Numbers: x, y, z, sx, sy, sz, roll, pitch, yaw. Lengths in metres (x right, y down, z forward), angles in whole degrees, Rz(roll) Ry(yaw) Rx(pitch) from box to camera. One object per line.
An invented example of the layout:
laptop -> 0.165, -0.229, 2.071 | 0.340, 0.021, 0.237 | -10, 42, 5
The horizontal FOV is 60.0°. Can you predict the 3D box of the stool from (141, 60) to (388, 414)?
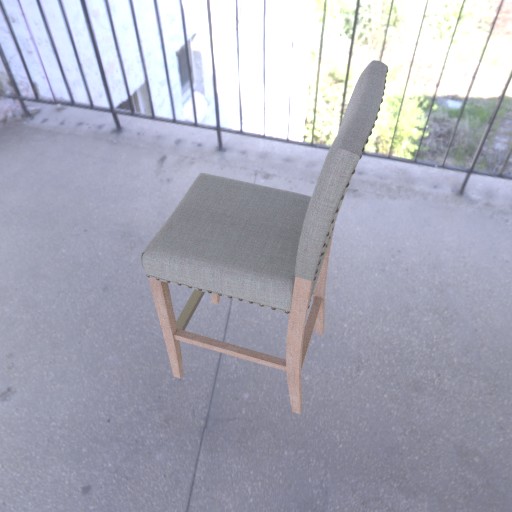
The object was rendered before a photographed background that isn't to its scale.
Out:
stool -> 0.000, 0.000, 1.457 | 0.585, 1.173, 0.445 | 14, 48, 13
